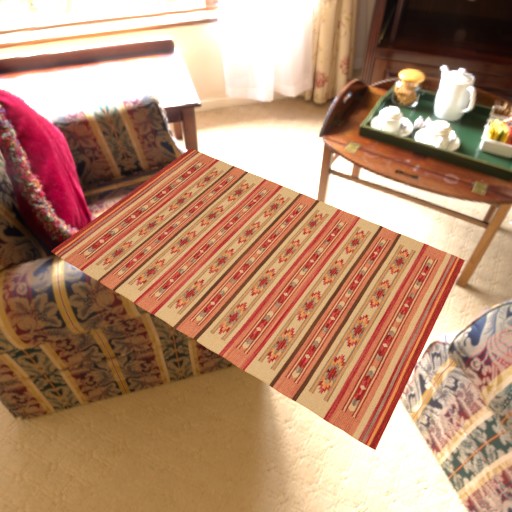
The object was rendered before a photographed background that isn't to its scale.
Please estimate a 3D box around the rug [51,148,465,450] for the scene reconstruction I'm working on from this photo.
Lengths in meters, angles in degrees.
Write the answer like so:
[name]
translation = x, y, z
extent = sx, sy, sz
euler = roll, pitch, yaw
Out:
[rug]
translation = 0.000, 0.000, 3.072
extent = 2.431, 0.010, 1.535
euler = 26, 52, 22
